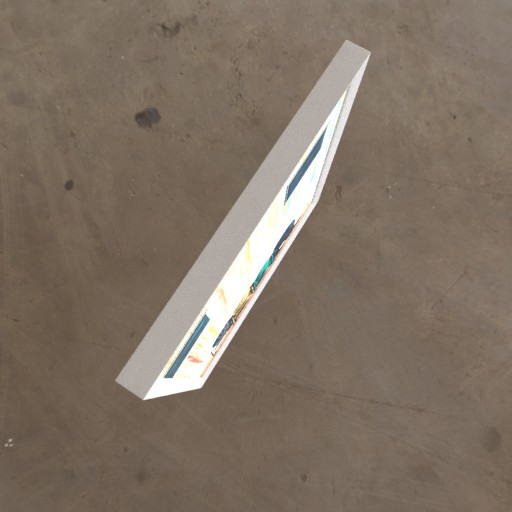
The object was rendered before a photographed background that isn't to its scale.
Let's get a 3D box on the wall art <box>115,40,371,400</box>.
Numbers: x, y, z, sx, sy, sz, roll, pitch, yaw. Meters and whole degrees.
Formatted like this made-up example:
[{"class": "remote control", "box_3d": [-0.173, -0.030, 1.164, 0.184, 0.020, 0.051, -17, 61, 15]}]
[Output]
[{"class": "wall art", "box_3d": [0.000, 0.000, 0.767, 0.037, 0.508, 0.508, 31, 77, 8]}]
